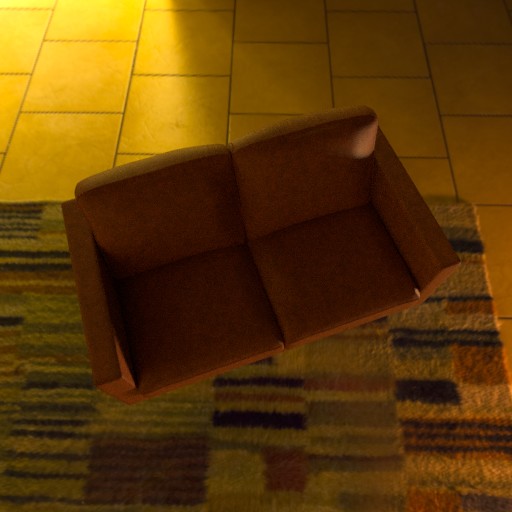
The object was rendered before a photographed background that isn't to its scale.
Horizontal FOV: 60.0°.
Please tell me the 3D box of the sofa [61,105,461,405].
[{"bbox_3d":[0.000,0.000,2.133,1.578,0.951,0.909,-17,65,-8],"label":"sofa"}]
